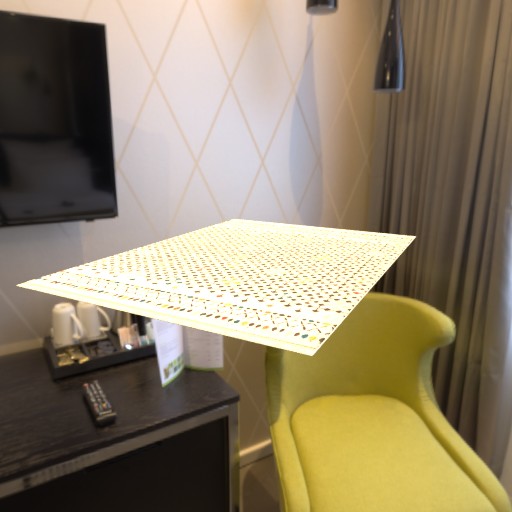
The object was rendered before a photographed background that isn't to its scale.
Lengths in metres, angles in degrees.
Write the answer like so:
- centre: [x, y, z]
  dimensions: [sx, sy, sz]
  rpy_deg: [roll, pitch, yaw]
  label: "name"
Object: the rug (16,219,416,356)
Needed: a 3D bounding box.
- centre: [0.000, 0.000, 2.015]
  dimensions: [1.146, 0.006, 1.556]
  rpy_deg: [8, 17, 27]
  label: "rug"
